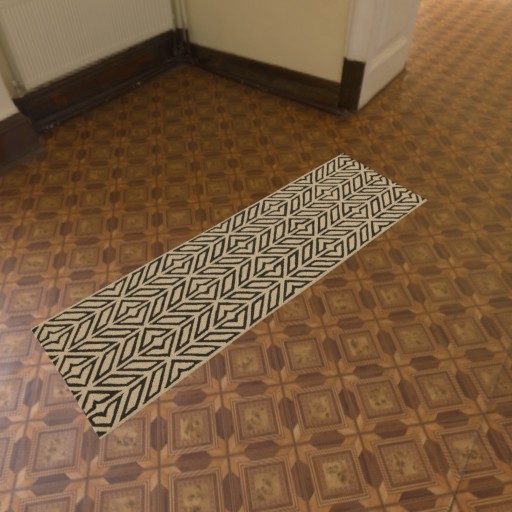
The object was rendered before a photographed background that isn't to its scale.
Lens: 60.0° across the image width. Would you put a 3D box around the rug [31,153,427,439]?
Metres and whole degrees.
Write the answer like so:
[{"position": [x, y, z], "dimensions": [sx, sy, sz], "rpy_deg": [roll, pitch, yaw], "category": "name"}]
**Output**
[{"position": [0.000, 0.000, 2.646], "dimensions": [2.435, 0.009, 0.750], "rpy_deg": [-32, 54, -27], "category": "rug"}]
